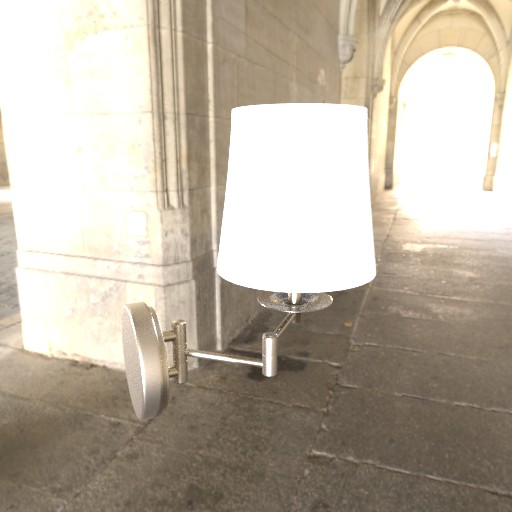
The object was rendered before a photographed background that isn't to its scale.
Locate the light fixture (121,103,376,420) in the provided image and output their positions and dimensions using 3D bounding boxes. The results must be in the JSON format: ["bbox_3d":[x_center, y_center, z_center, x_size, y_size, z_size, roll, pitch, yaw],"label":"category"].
[{"bbox_3d":[0.000,0.000,0.601,0.348,0.381,0.223,-6,15,-25],"label":"light fixture"}]
